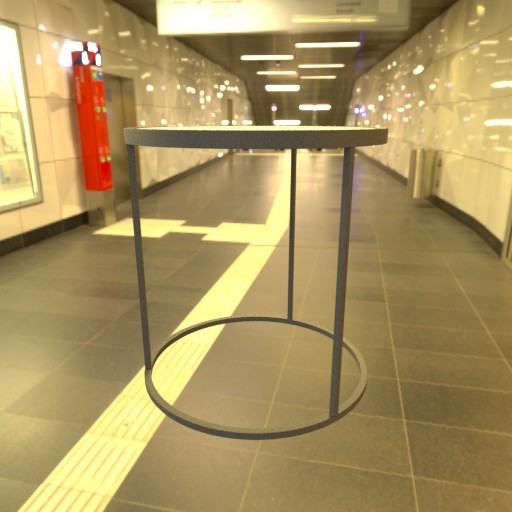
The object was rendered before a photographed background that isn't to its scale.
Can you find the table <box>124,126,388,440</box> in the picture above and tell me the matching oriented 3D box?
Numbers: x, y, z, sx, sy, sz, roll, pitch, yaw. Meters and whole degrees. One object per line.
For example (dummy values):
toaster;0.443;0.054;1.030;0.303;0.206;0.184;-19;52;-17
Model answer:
table;0.000;0.000;0.890;0.470;0.498;0.470;0;17;0
